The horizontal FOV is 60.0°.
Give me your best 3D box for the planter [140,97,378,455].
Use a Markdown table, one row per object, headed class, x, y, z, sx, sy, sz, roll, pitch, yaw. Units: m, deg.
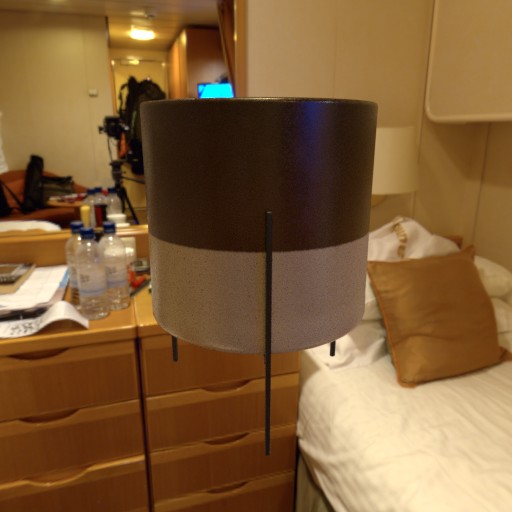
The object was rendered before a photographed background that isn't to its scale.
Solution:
| class | x | y | z | sx | sy | sz | roll | pitch | yaw |
| --- | --- | --- | --- | --- | --- | --- | --- | --- | --- |
| planter | 0.000 | 0.000 | 0.720 | 0.354 | 0.465 | 0.345 | 8 | 18 | 25 |
